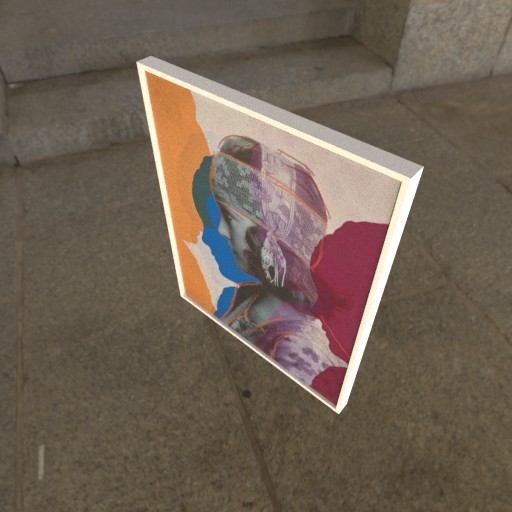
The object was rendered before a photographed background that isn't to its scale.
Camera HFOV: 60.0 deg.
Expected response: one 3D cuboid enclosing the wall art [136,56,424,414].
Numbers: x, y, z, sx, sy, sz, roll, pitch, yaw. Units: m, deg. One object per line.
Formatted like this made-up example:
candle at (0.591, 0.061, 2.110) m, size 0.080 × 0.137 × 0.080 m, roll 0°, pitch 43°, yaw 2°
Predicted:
wall art at (0.000, 0.000, 0.759) m, size 0.443 × 0.549 × 0.030 m, roll 32°, pitch 54°, yaw 27°
